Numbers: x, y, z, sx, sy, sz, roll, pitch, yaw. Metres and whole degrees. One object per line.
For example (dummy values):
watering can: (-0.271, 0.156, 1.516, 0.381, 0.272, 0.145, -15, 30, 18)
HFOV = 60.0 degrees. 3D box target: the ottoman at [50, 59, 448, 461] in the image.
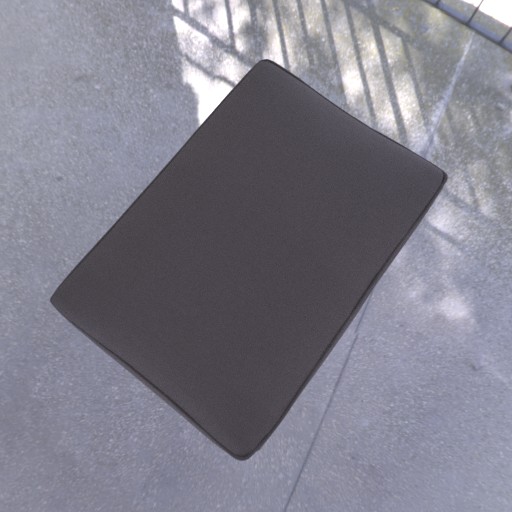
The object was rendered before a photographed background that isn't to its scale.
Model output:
ottoman: (0.000, 0.000, 0.984, 0.508, 0.406, 0.686, 36, 78, 9)
